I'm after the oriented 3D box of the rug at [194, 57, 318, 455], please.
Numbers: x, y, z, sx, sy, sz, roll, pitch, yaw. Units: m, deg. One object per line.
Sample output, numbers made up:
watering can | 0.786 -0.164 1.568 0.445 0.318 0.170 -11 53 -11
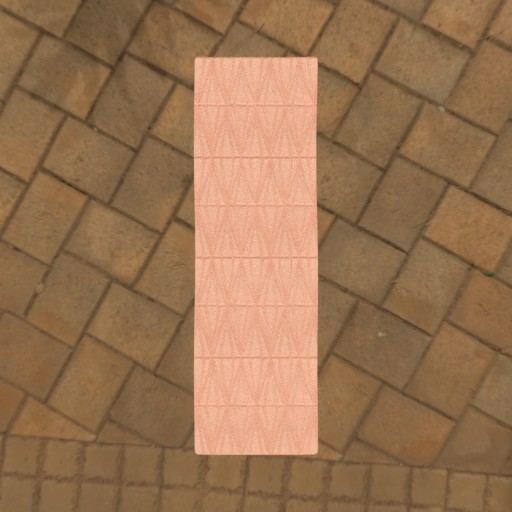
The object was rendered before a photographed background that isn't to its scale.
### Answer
rug | 0.000 0.000 2.710 0.760 0.015 2.435 0 90 0
